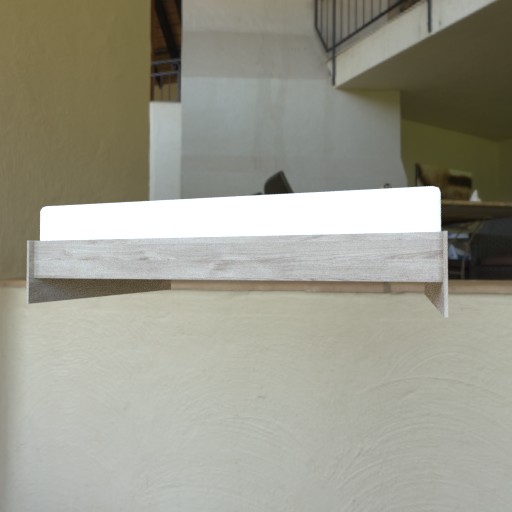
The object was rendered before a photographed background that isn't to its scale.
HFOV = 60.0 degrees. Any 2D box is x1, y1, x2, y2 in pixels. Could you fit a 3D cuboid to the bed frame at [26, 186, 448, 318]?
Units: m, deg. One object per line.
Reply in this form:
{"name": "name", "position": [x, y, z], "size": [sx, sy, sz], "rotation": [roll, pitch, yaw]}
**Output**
{"name": "bed frame", "position": [0.000, 0.000, 2.608], "size": [1.945, 0.497, 1.445], "rotation": [0, -1, 18]}
